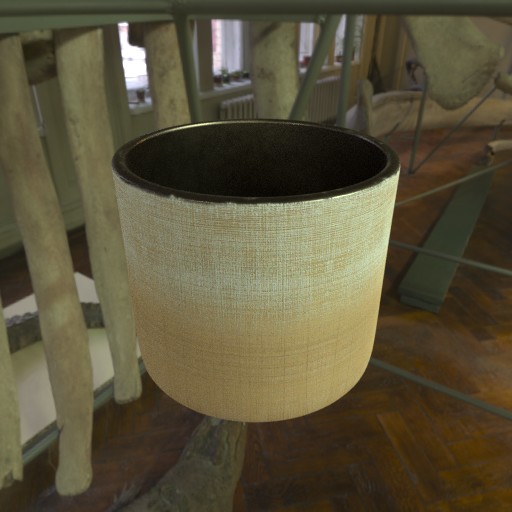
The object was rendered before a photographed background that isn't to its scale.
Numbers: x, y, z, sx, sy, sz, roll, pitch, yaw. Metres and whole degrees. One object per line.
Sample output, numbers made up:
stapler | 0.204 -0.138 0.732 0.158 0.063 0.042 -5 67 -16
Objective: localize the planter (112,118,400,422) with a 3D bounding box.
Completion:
planter | 0.000 0.000 0.449 0.254 0.221 0.254 0 29 0
